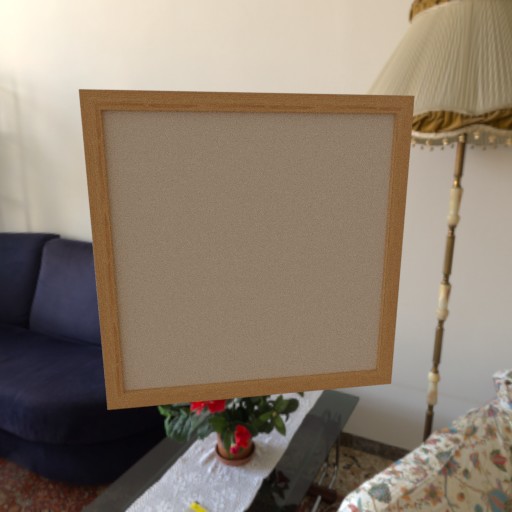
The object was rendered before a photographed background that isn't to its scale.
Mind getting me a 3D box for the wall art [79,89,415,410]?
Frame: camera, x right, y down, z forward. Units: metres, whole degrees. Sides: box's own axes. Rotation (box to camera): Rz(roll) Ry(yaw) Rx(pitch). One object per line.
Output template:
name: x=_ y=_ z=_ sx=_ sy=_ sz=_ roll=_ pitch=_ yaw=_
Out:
wall art: x=0.000 y=0.000 z=1.099 sx=0.762 sy=0.762 sz=0.027 roll=-2 pitch=14 yaw=-9
